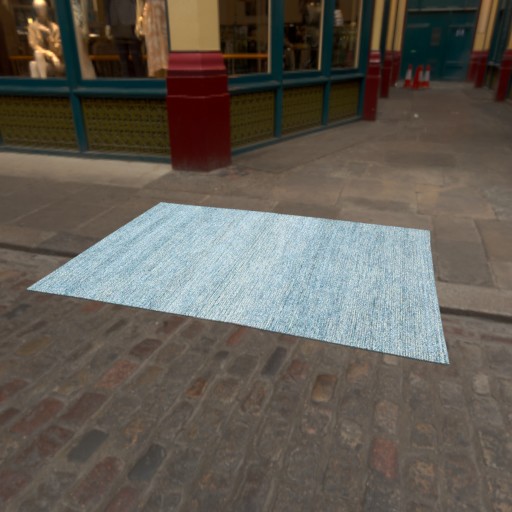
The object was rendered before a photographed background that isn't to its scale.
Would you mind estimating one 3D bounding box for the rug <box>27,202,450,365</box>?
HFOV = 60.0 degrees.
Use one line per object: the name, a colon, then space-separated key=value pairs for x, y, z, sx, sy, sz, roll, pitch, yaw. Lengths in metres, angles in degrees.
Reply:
rug: x=0.000 y=0.000 z=2.924 sx=2.260 sy=0.026 sz=1.611 roll=8 pitch=27 yaw=15
